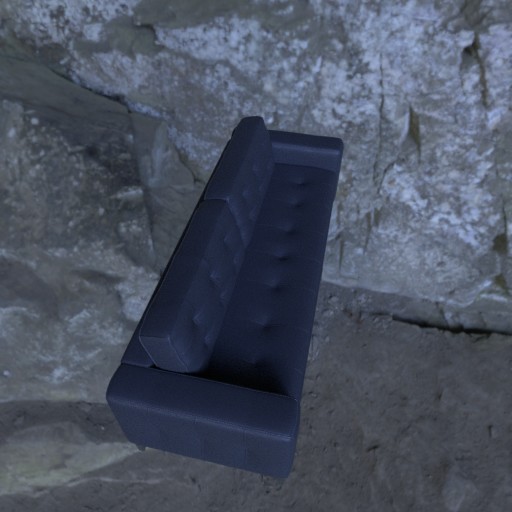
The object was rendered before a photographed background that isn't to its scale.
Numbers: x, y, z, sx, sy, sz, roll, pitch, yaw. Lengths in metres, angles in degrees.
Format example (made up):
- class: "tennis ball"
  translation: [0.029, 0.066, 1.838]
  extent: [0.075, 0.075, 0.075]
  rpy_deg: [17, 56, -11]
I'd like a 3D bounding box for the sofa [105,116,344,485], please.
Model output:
- class: "sofa"
  translation: [0.000, 0.000, 2.685]
  extent: [0.833, 0.893, 2.275]
  rpy_deg: [9, 47, 9]
